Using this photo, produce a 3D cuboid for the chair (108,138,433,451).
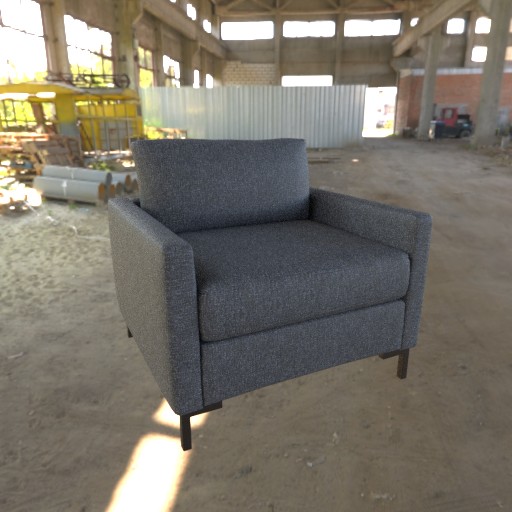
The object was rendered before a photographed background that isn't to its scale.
[{"bbox_3d":[0.000,0.000,1.702,0.963,0.861,0.866,-8,19,-25],"label":"chair"}]
